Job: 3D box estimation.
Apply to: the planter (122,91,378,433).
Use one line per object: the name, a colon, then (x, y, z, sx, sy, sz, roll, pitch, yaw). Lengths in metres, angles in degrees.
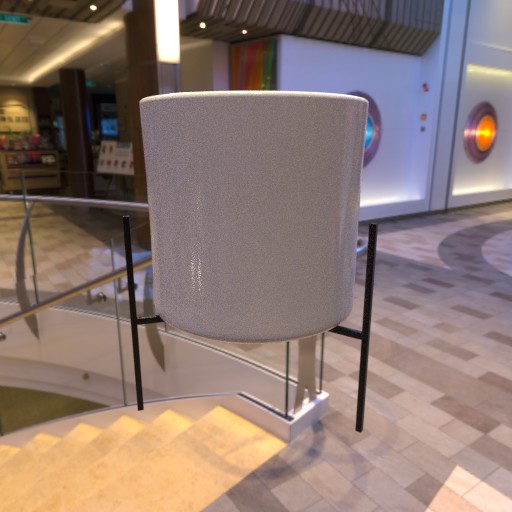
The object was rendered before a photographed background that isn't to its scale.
planter: (0.000, 0.000, 0.730, 0.360, 0.480, 0.361, 2, 15, 9)
